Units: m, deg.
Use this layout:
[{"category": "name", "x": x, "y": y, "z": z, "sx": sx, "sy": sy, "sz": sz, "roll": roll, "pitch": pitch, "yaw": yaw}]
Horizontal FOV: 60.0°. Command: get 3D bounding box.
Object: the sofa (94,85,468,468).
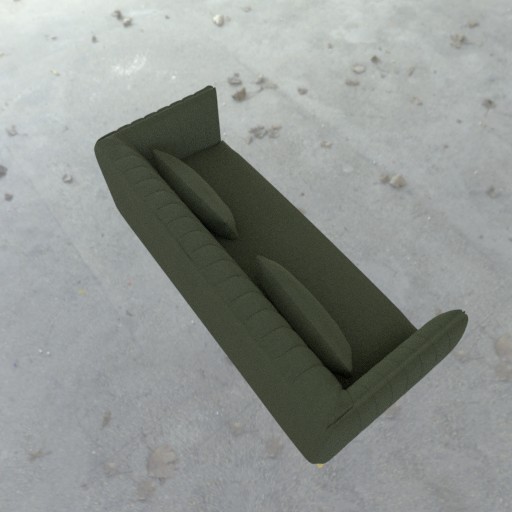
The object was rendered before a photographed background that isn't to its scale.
[{"category": "sofa", "x": 0.000, "y": 0.000, "z": 2.575, "sx": 0.896, "sy": 0.793, "sz": 2.137, "roll": -33, "pitch": 63, "yaw": -19}]
